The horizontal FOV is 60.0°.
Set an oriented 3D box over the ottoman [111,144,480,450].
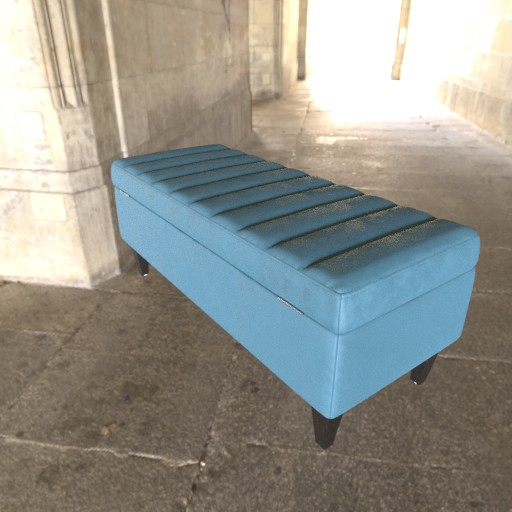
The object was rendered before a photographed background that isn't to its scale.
[{"bbox_3d":[0.000,0.000,1.395,0.482,0.469,1.151,-18,32,-32],"label":"ottoman"}]
